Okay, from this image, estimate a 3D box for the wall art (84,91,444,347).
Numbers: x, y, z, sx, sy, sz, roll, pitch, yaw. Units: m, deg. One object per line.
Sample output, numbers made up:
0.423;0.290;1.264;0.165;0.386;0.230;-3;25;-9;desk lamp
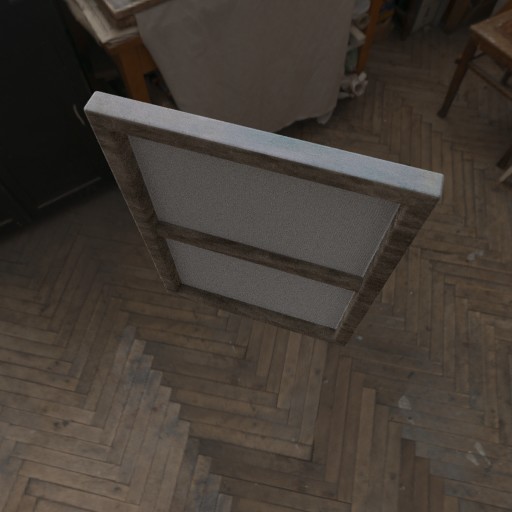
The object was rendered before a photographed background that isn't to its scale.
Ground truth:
0.000;0.000;0.797;0.443;0.605;0.035;16;64;8;wall art
